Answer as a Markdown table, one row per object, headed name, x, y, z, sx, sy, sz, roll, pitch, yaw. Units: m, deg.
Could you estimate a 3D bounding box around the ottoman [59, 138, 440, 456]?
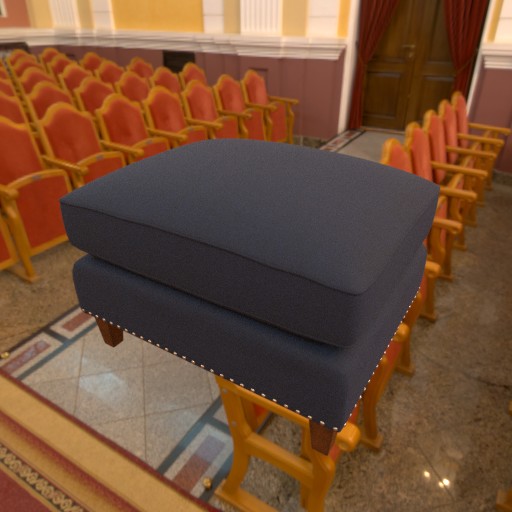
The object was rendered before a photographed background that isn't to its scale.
| name | x | y | z | sx | sy | sz | roll | pitch | yaw |
| --- | --- | --- | --- | --- | --- | --- | --- | --- | --- |
| ottoman | 0.000 | 0.000 | 1.141 | 0.741 | 0.513 | 0.584 | 17 | 34 | 27 |
